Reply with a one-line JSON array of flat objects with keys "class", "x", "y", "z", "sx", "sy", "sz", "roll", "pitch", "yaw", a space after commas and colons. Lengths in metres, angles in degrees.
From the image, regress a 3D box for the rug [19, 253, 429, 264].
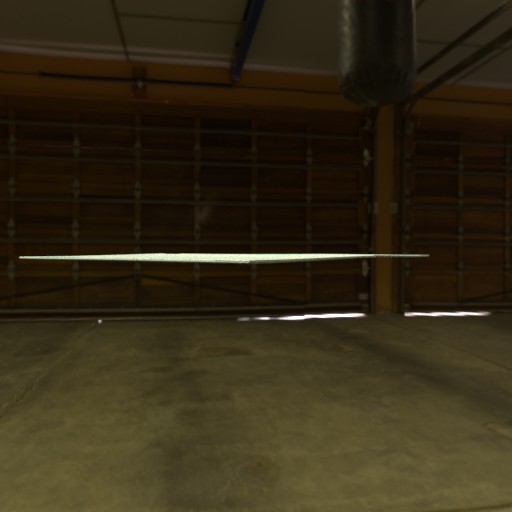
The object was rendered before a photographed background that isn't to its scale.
[{"class": "rug", "x": 0.000, "y": 0.000, "z": 2.931, "sx": 1.613, "sy": 0.030, "sz": 2.306, "roll": 1, "pitch": 1, "yaw": 36}]
